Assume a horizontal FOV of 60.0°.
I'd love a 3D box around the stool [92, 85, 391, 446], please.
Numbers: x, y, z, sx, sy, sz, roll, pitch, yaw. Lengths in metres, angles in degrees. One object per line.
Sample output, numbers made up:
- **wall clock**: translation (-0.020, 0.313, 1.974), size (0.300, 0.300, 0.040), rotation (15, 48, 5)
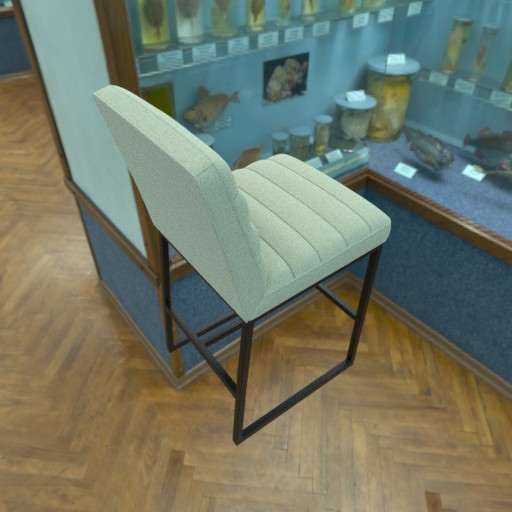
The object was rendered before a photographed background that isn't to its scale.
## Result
- **stool**: translation (0.000, 0.000, 1.239), size (0.560, 0.940, 0.460), rotation (-26, 47, -27)
